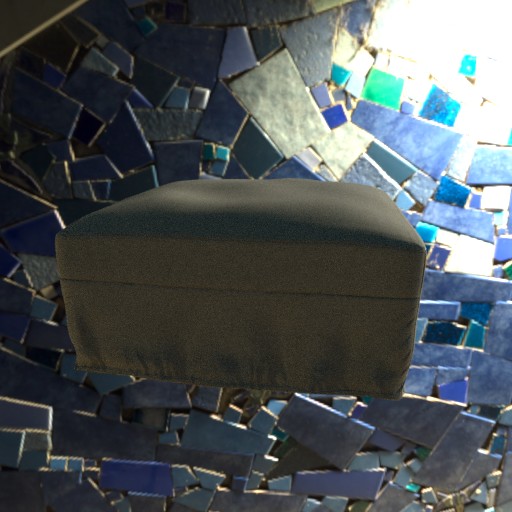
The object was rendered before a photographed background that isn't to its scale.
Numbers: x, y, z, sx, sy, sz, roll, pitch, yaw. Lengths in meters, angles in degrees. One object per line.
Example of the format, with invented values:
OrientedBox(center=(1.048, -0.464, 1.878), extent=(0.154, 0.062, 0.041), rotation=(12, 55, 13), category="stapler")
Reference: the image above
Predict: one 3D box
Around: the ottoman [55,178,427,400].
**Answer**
OrientedBox(center=(0.000, 0.000, 1.378), extent=(0.843, 0.436, 0.840), rotation=(3, 17, 9), category="ottoman")
